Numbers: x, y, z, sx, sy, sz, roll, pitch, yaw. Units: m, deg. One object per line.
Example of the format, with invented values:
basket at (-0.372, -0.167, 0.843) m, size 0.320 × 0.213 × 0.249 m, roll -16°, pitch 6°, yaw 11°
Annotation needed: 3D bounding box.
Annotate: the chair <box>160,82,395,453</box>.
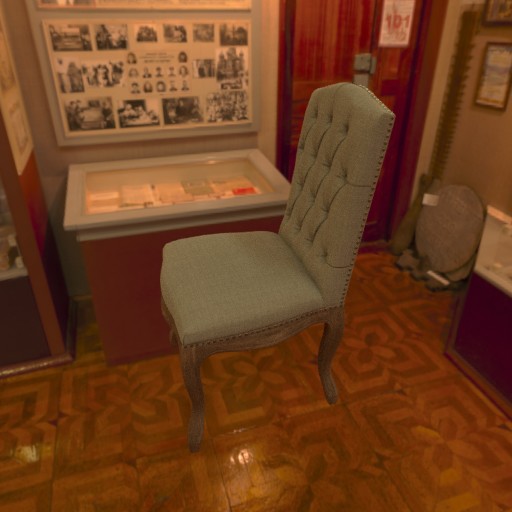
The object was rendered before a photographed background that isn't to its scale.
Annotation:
chair at (0.000, 0.000, 1.654) m, size 0.731 × 1.191 × 0.637 m, roll -8°, pitch 30°, yaw -14°
